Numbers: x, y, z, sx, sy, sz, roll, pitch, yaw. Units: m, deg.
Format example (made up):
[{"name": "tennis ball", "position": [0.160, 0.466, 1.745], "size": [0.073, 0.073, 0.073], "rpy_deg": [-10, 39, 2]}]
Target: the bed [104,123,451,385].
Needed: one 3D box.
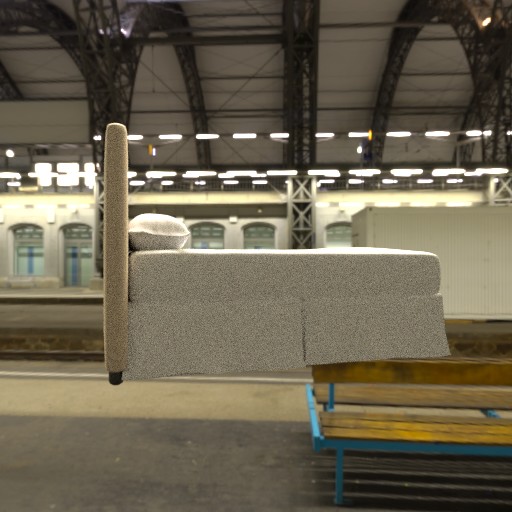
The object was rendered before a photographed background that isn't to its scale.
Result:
[{"name": "bed", "position": [0.000, 0.000, 3.309], "size": [2.142, 1.330, 1.723], "rpy_deg": [0, 0, -18]}]
